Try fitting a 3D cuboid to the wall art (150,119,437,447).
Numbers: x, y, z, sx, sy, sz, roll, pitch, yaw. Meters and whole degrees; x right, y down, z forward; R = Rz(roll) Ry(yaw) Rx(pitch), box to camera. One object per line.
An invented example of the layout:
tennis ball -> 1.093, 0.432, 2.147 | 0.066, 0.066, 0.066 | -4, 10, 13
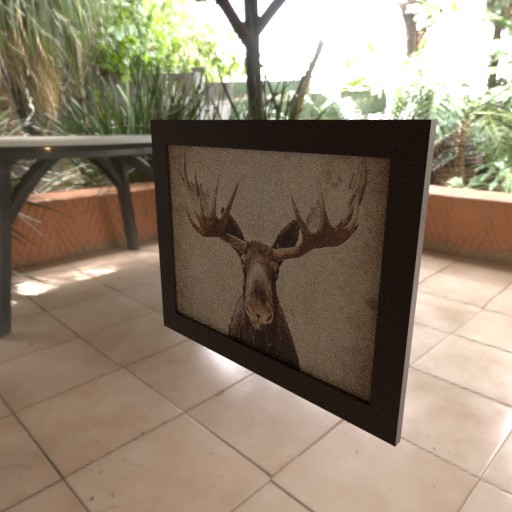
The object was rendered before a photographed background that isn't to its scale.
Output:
wall art -> 0.000, 0.000, 1.620 | 1.207, 0.952, 0.034 | 16, 23, 41
